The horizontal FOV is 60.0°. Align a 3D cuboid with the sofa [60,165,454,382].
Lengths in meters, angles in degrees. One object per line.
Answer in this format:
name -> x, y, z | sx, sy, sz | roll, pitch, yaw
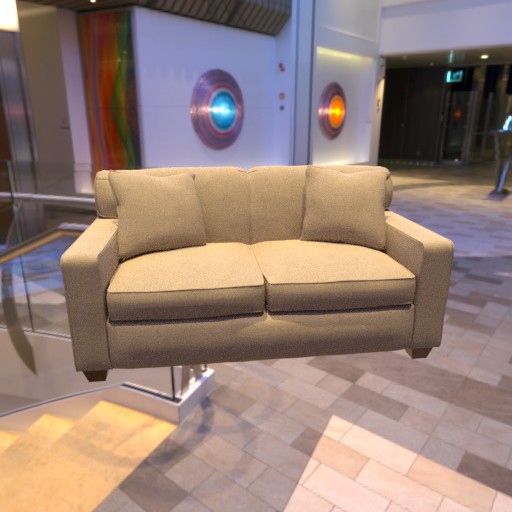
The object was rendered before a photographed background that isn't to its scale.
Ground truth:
sofa -> 0.000, 0.000, 2.506 | 1.846, 0.958, 0.998 | -2, 18, -7
